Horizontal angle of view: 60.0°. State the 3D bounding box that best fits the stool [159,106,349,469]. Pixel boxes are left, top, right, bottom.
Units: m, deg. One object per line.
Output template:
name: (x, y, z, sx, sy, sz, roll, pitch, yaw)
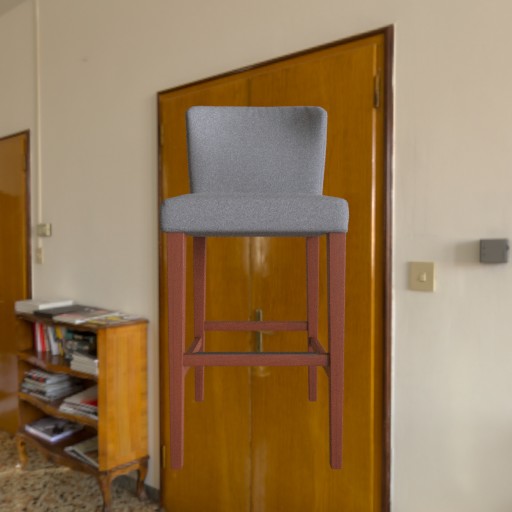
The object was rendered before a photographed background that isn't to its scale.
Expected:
stool: (0.000, 0.000, 1.365, 0.481, 1.069, 0.568, 0, 2, 0)
